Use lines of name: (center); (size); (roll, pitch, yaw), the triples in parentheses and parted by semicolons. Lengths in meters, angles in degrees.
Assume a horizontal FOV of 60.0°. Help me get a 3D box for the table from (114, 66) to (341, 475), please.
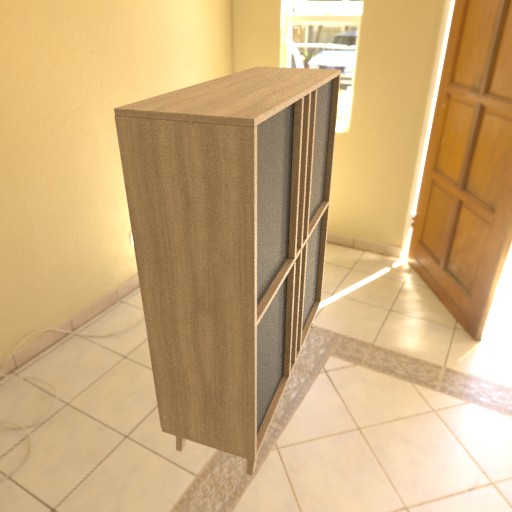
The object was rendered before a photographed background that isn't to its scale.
table: (0.000, 0.000, 1.903); (0.398, 1.388, 1.111); (10, 30, 18)
